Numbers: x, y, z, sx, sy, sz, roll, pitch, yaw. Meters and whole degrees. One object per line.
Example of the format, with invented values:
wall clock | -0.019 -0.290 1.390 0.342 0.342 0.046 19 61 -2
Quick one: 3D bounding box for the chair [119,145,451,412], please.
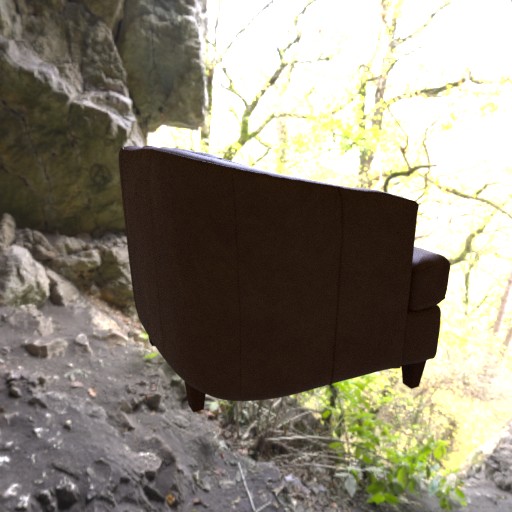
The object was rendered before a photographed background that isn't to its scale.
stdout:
chair | 0.000 0.000 1.728 0.911 0.836 1.119 -7 16 -26
